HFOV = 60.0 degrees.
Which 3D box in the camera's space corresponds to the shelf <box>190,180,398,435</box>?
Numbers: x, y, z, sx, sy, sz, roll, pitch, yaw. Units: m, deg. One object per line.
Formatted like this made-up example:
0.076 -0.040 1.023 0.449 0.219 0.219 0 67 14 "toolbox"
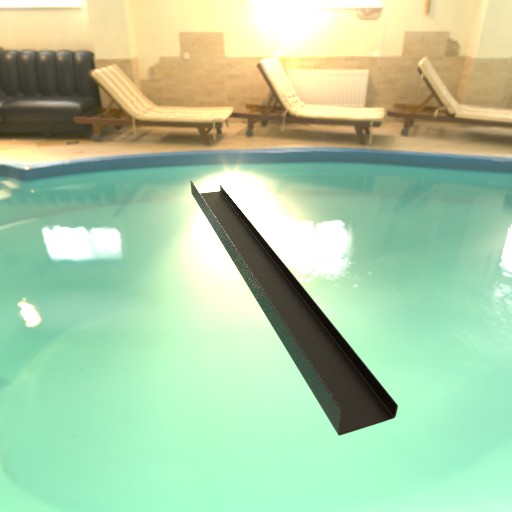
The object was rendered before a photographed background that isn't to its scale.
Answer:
0.000 0.000 0.979 0.092 0.049 0.924 -10 31 -17 "shelf"
